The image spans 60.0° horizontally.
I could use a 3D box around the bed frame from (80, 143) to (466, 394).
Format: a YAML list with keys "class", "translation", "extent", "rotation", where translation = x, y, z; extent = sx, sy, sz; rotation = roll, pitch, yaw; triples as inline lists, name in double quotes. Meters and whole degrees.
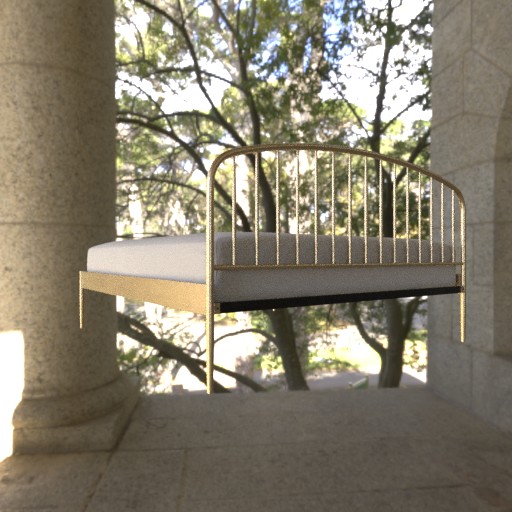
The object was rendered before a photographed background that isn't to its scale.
- class: "bed frame"
  translation: [0.000, 0.000, 3.329]
  extent: [2.016, 1.174, 2.152]
  rotation: [0, 0, -35]
